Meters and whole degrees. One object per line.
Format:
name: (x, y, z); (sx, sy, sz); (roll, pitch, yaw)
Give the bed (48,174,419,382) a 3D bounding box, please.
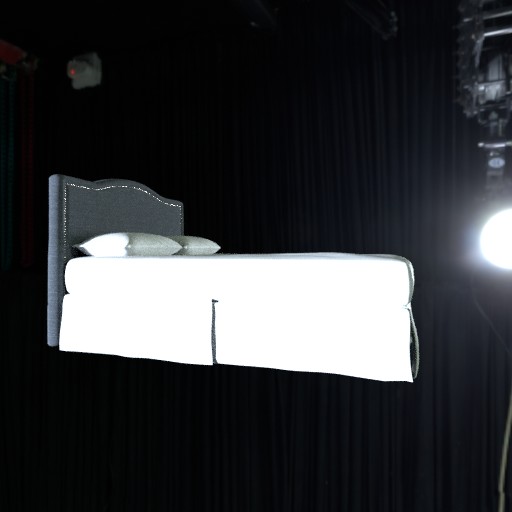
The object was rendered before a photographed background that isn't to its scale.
bed: (0.000, 0.000, 3.950); (2.689, 1.457, 2.161); (0, 1, 18)
